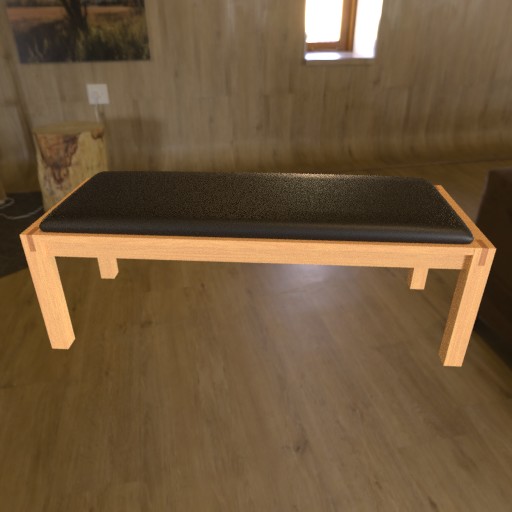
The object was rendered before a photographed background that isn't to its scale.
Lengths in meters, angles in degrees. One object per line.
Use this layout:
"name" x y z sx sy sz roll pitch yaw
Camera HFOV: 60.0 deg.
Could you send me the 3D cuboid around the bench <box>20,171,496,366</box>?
"bench" 0.000 0.000 1.390 1.202 0.430 0.450 2 29 3
